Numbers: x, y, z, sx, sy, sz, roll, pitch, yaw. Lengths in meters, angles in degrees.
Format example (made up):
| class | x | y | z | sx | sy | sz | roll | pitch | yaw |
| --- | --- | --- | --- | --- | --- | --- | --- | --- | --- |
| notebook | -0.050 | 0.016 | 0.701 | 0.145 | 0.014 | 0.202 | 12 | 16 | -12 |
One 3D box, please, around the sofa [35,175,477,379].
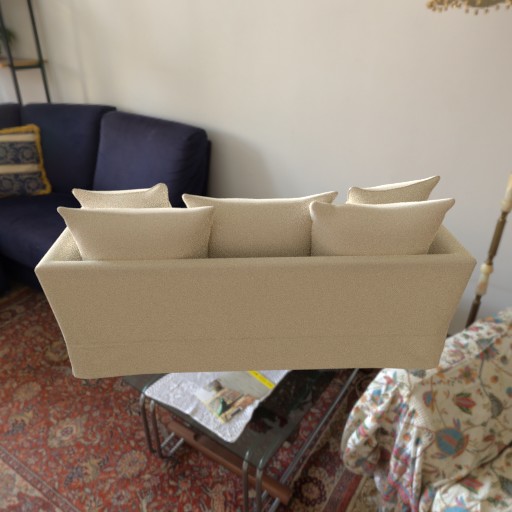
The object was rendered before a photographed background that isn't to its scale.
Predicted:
| class | x | y | z | sx | sy | sz | roll | pitch | yaw |
| --- | --- | --- | --- | --- | --- | --- | --- | --- | --- |
| sofa | 0.000 | 0.000 | 2.799 | 2.290 | 1.034 | 1.031 | -1 | 29 | -2 |
